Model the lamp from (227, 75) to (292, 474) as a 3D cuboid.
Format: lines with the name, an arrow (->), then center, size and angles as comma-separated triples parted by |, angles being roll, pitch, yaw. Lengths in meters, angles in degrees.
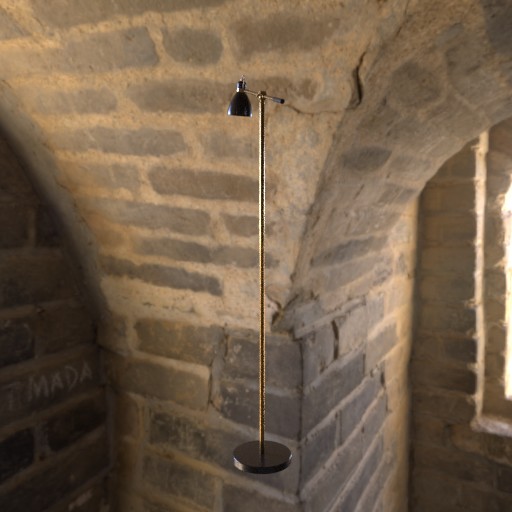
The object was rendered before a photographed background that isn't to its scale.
lamp -> 0.000, 0.000, 1.839 | 0.235, 1.628, 0.618 | 0, 1, -17
